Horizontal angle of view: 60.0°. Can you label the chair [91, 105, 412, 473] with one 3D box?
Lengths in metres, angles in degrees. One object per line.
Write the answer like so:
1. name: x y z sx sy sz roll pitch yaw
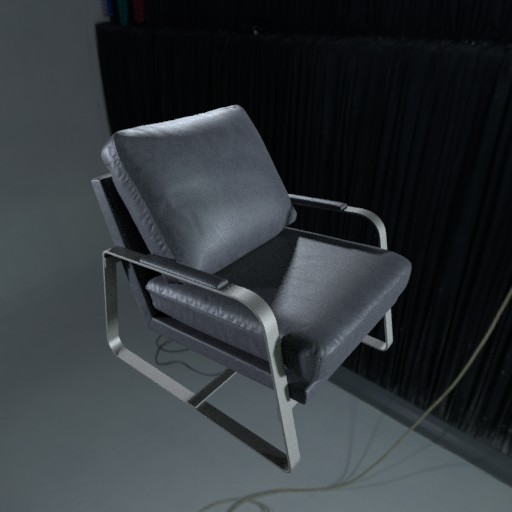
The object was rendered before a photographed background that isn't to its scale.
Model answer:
1. chair: 0.000 0.000 1.485 0.878 0.839 0.692 21 36 33
